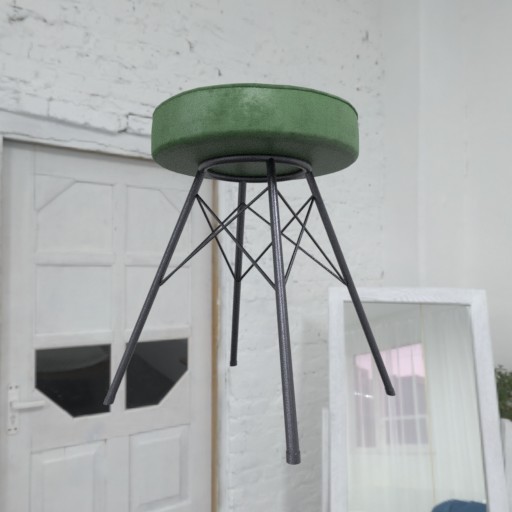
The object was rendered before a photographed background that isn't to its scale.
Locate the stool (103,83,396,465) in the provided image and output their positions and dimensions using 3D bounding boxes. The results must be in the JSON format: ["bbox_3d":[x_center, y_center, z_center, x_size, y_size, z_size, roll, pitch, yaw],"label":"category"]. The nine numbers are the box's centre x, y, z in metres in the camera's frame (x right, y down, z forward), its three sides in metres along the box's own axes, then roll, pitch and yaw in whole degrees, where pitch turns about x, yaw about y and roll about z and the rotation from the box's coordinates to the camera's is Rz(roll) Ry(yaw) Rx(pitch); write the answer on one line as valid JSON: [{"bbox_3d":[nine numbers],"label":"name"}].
[{"bbox_3d":[0.000,0.000,0.932,0.457,0.595,0.430,0,-1,36],"label":"stool"}]
